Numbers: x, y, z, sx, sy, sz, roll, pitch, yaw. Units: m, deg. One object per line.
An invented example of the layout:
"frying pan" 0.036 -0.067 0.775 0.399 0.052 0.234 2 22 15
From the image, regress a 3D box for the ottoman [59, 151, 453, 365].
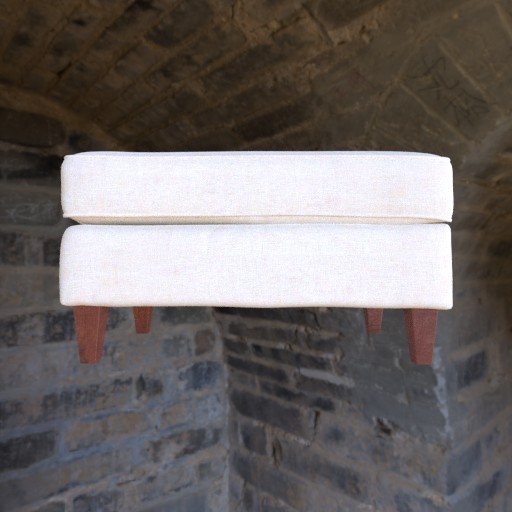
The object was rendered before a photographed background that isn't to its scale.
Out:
"ottoman" 0.000 0.000 1.211 0.862 0.484 0.583 0 -2 1
